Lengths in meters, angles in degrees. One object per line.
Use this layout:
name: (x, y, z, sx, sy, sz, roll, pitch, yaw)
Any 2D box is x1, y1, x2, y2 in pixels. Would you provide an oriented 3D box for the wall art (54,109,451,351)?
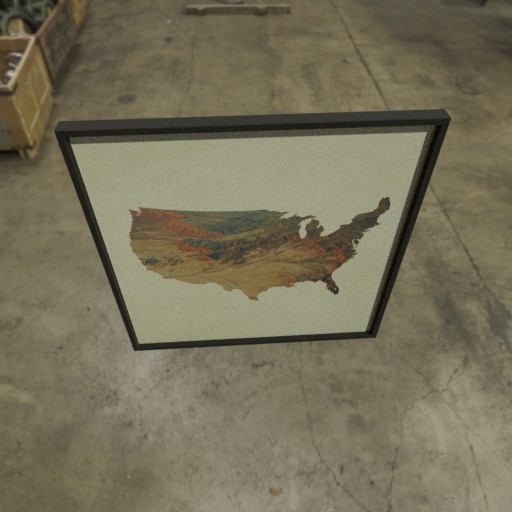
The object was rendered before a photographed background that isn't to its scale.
wall art: (0.000, 0.000, 1.134, 0.762, 0.762, 0.038, -3, 46, -3)
